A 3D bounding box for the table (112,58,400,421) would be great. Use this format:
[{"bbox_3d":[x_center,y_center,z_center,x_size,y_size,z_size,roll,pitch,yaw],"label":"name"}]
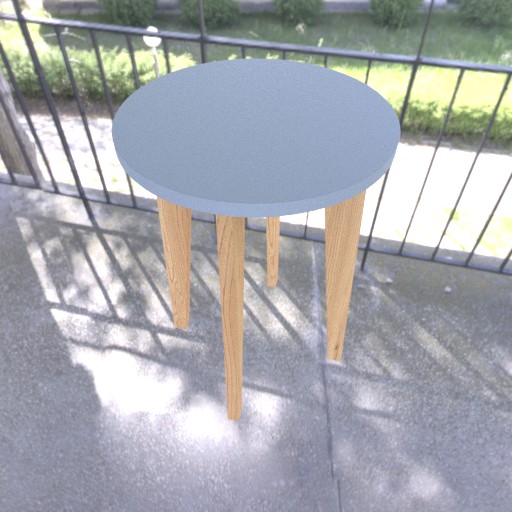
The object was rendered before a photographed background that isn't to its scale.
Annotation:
[{"bbox_3d":[0.000,0.000,0.729,0.350,0.500,0.350,0,45,0],"label":"table"}]
